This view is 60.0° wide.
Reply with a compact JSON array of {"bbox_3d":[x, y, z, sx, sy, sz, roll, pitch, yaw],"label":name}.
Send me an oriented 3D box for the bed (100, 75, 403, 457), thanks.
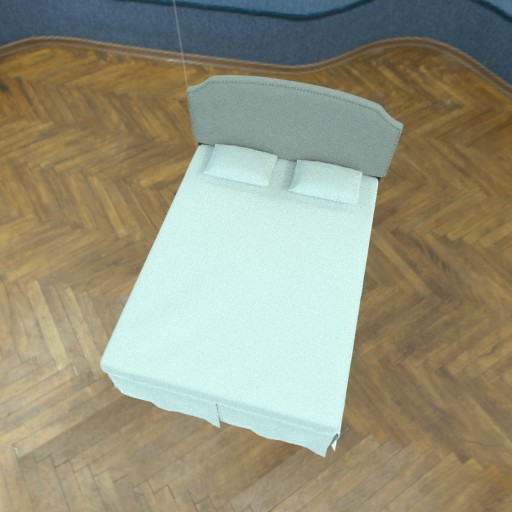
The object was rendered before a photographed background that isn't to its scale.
[{"bbox_3d":[0.000,0.000,2.947,1.558,1.270,1.999,13,59,8],"label":"bed"}]
